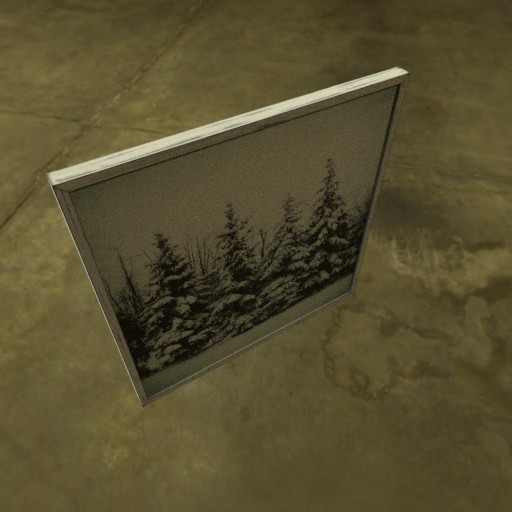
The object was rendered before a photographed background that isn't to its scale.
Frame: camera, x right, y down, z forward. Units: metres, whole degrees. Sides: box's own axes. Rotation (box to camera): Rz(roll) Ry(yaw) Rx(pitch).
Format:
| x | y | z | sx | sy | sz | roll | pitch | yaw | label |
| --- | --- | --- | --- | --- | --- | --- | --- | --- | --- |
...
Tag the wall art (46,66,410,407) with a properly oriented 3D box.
| x | y | z | sx | sy | sz | roll | pitch | yaw | label |
| --- | --- | --- | --- | --- | --- | --- | --- | --- | --- |
| 0.000 | 0.000 | 1.104 | 0.761 | 0.761 | 0.037 | -24 | 51 | -21 | wall art |
